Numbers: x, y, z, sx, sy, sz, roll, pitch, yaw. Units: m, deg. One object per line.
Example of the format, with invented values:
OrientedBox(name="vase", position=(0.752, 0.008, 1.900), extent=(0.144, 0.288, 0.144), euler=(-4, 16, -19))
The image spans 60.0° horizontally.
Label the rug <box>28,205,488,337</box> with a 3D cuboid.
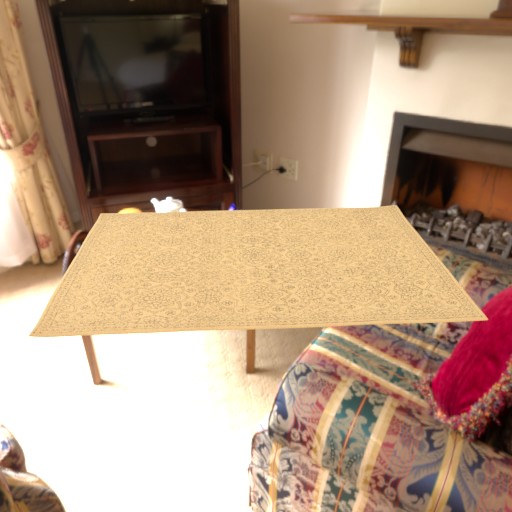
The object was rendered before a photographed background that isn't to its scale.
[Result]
OrientedBox(name="rug", position=(0.000, 0.000, 2.978), extent=(2.434, 0.023, 1.518), euler=(-2, 30, -3))
